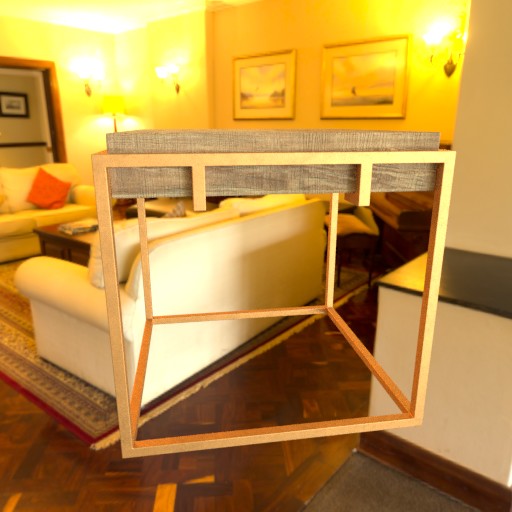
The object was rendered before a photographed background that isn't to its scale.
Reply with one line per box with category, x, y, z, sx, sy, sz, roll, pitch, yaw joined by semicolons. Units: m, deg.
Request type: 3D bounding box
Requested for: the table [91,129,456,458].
table;0.000;0.000;1.071;0.599;0.584;0.599;-3;17;-9
